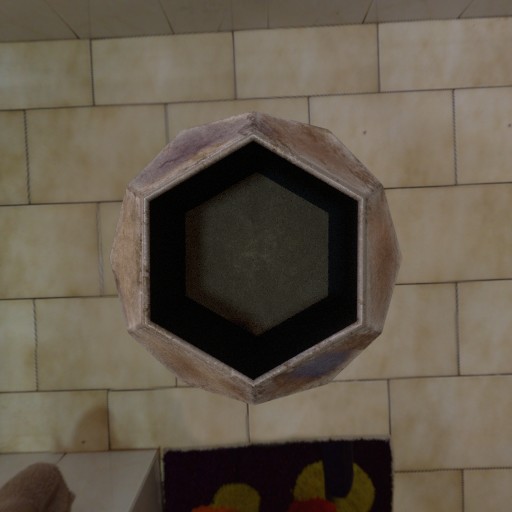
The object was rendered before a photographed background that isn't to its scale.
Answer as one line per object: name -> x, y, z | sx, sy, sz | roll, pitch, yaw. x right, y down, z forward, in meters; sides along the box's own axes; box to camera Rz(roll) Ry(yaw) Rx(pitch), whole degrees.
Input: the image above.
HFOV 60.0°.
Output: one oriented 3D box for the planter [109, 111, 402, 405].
planter -> 0.000, 0.000, 0.418 | 0.243, 0.238, 0.221 | 0, 92, 1
